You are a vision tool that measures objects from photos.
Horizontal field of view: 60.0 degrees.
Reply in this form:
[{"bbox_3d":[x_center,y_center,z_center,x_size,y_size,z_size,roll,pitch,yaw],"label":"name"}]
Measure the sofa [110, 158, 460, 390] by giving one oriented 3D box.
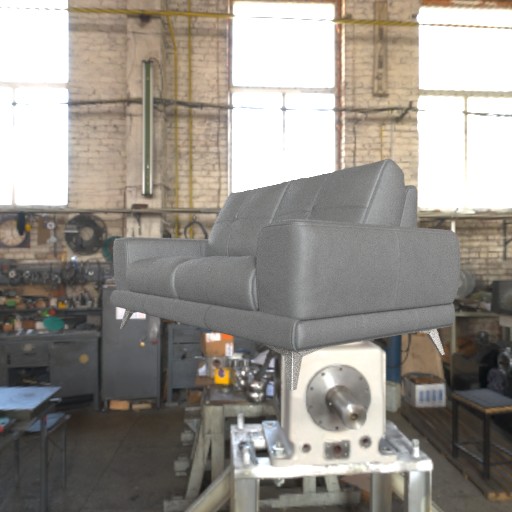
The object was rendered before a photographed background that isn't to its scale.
[{"bbox_3d":[0.000,0.000,2.406,1.018,0.907,1.806,0,0,-37],"label":"sofa"}]
